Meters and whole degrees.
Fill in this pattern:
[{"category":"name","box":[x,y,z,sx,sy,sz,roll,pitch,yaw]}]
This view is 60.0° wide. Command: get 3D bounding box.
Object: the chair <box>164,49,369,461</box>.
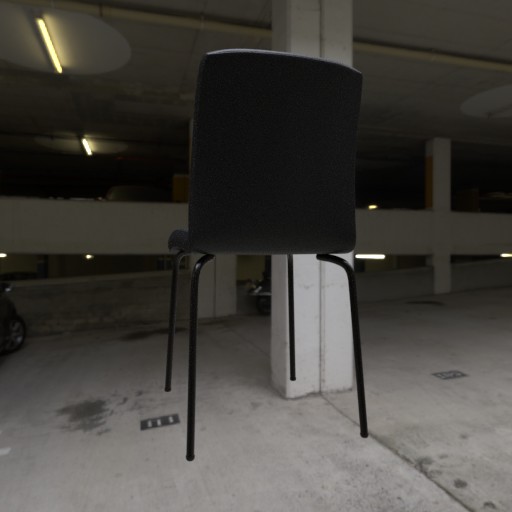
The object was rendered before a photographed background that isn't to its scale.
[{"category":"chair","box":[0.000,0.000,1.212,0.450,0.872,0.572,0,1,-16]}]
